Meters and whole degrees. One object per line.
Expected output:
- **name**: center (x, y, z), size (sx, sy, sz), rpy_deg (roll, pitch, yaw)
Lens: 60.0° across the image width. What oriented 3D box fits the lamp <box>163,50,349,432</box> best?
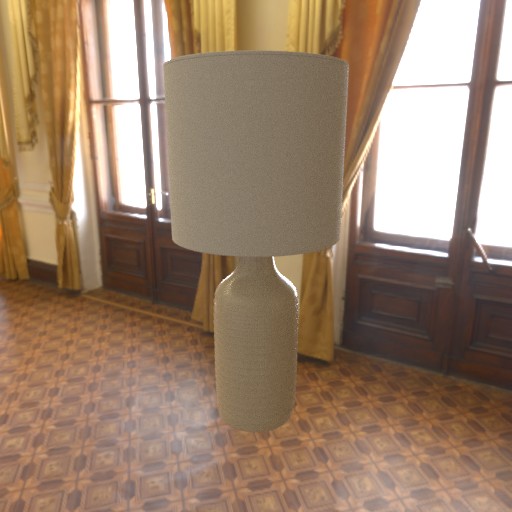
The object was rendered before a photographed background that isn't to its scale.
- **lamp**: center (0.000, 0.000, 0.600), size (0.220, 0.475, 0.220), rpy_deg (14, 21, 41)
